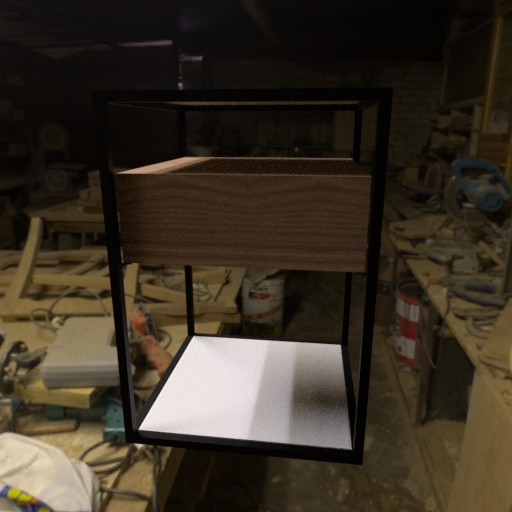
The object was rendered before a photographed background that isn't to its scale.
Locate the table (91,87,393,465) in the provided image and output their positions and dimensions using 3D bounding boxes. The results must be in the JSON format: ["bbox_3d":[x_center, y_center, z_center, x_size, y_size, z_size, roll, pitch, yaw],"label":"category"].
[{"bbox_3d":[0.000,0.000,0.803,0.378,0.540,0.378,2,16,7],"label":"table"}]
